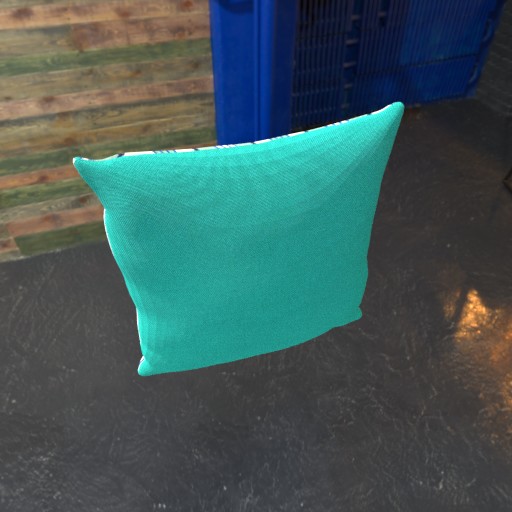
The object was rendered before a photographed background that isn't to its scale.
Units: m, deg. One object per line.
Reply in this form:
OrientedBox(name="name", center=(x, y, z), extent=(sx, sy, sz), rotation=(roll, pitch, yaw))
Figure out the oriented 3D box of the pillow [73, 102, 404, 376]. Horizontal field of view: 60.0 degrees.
OrientedBox(name="pillow", center=(0.000, 0.000, 0.694), extent=(0.440, 0.441, 0.182), rotation=(-13, 44, -14))
